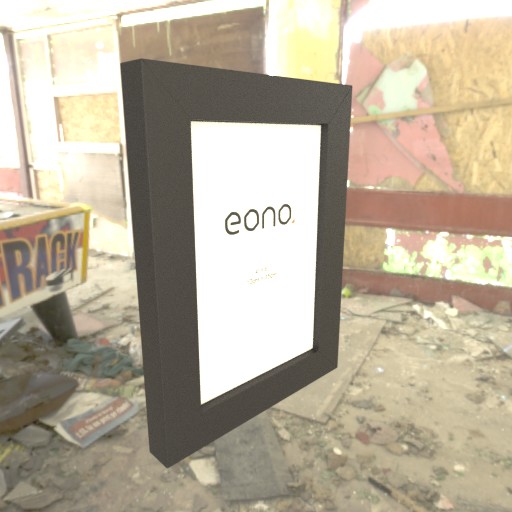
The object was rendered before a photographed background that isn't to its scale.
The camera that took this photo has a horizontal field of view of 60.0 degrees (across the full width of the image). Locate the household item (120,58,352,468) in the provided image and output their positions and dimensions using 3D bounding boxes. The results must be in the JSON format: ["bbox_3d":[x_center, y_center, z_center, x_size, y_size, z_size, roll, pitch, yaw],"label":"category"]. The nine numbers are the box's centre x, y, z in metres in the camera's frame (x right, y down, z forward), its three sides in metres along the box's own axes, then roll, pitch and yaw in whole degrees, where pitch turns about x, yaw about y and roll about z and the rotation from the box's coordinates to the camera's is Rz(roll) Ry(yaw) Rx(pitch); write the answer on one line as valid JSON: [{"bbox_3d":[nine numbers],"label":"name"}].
[{"bbox_3d":[0.000,0.000,0.235,0.133,0.178,0.022,-14,21,-42],"label":"household item"}]
